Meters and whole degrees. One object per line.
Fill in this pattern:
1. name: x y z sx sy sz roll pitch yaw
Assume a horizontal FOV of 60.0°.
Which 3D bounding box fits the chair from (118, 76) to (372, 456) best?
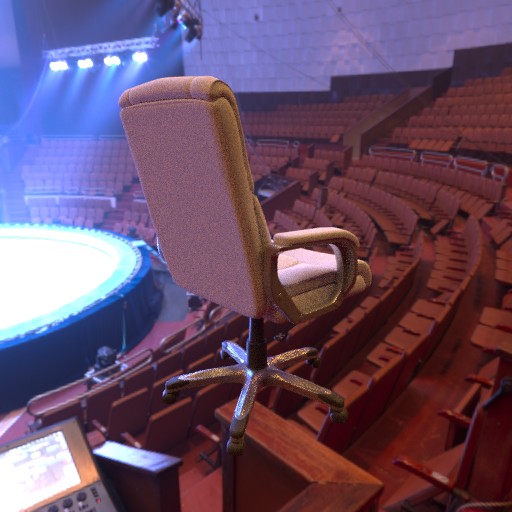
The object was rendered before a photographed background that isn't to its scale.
1. chair: 0.000 0.000 1.566 0.738 1.120 0.687 -13 20 -41
